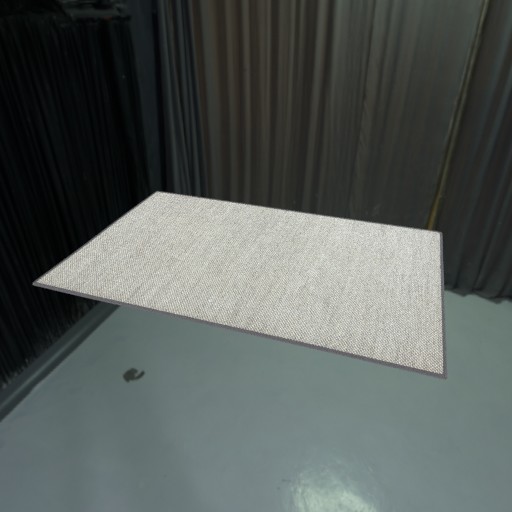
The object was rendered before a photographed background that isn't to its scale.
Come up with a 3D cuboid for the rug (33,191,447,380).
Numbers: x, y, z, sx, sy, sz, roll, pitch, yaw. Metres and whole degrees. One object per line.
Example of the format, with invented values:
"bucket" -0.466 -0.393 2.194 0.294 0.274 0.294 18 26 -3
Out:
"rug" 0.000 0.000 2.098 1.676 0.013 1.067 10 33 16
